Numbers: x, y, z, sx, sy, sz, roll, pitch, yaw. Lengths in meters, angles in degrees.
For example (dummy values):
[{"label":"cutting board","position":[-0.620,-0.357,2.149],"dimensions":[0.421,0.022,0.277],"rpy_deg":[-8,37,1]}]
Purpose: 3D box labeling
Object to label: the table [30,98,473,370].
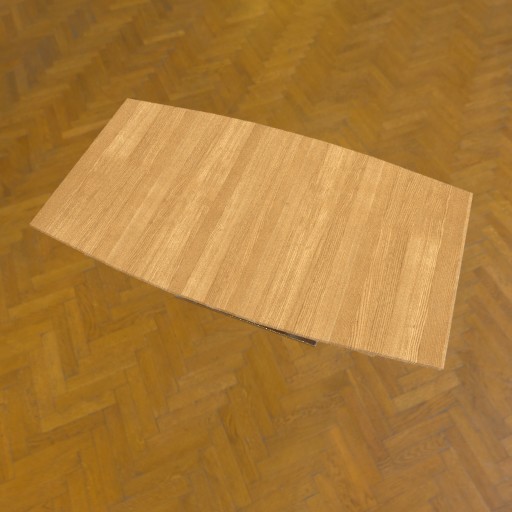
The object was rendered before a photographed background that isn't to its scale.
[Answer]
[{"label":"table","position":[0.000,0.000,2.088],"dimensions":[1.598,0.748,0.900],"rpy_deg":[18,61,10]}]
